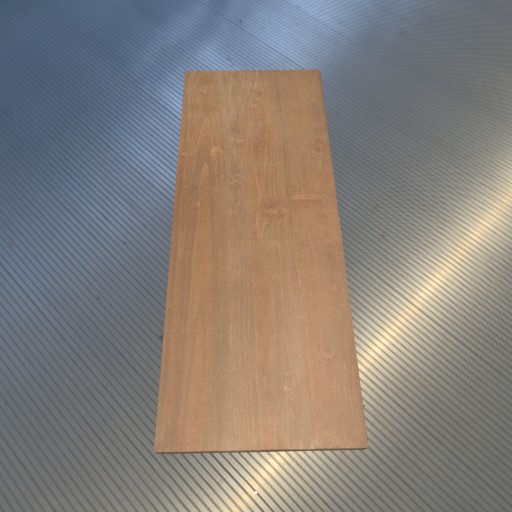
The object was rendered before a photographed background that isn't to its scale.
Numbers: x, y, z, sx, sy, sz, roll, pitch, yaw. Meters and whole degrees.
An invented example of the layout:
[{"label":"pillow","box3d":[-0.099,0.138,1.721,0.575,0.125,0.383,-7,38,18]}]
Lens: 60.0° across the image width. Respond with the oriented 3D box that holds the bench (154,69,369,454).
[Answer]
[{"label":"bench","box3d":[0.000,0.000,1.424,0.458,0.458,1.183,-1,62,-1]}]
